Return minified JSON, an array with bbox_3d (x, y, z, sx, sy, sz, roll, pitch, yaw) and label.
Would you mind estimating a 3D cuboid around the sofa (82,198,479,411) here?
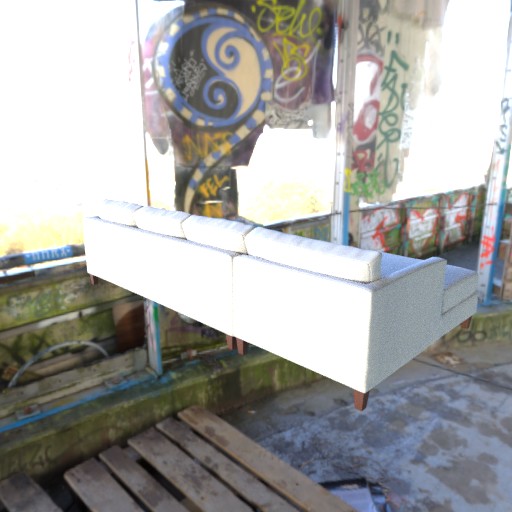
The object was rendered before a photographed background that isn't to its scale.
[{"bbox_3d":[0.000,0.000,3.857,3.186,0.861,1.625,14,20,43],"label":"sofa"}]
